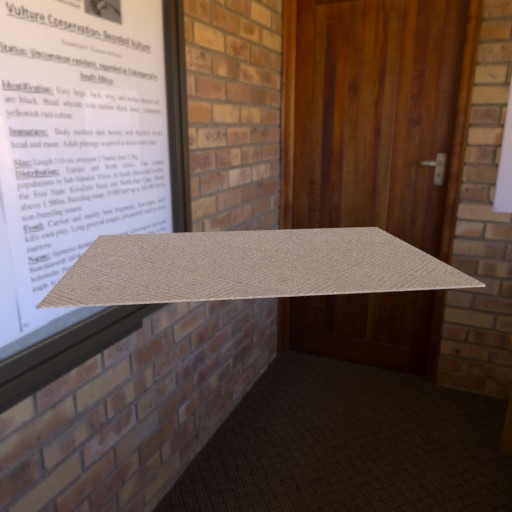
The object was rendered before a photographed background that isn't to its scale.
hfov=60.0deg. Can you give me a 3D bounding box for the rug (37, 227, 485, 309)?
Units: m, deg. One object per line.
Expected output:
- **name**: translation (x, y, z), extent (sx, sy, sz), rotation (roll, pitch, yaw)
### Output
- **rug**: translation (0.000, 0.000, 2.253), extent (1.753, 0.008, 1.143), rotation (-2, 16, -7)
